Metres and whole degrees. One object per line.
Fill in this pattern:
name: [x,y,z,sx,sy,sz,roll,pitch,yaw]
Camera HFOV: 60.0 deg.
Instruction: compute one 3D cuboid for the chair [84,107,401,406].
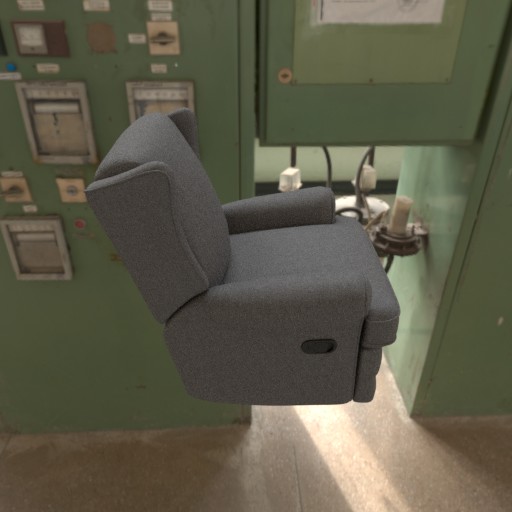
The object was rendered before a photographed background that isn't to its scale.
chair: [0.000,0.000,1.724,0.969,1.011,0.847,-1,32,-1]
